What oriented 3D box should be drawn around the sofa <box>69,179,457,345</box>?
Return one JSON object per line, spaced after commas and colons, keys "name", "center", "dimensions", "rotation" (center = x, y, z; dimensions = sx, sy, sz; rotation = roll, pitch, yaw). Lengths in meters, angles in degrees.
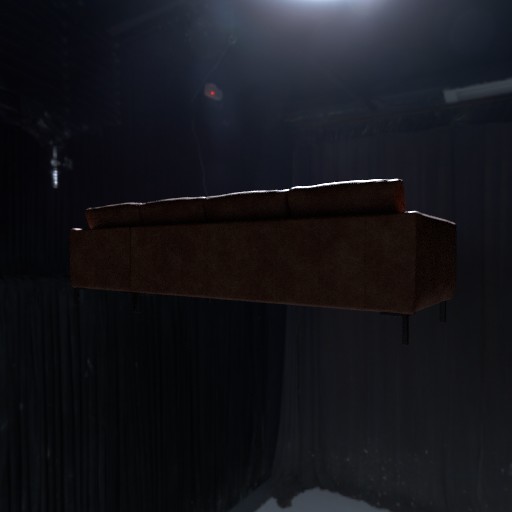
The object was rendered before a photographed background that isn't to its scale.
{"name": "sofa", "center": [0.000, 0.000, 3.593], "dimensions": [2.993, 0.859, 1.471], "rotation": [0, 1, 36]}
